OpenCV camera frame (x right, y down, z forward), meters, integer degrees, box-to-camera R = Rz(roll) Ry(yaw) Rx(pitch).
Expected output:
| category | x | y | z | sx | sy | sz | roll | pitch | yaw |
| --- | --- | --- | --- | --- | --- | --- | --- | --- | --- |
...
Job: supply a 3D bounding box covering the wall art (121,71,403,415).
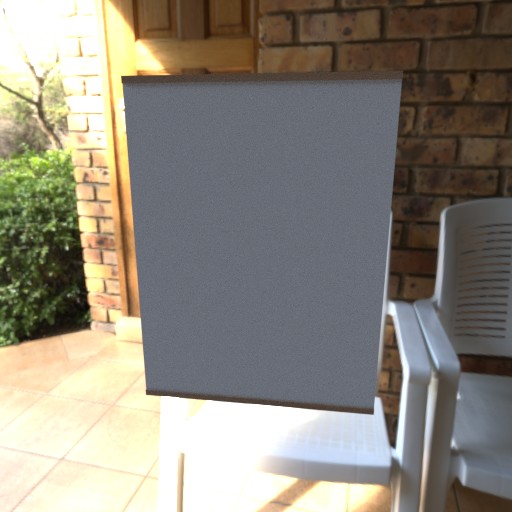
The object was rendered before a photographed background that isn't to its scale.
| category | x | y | z | sx | sy | sz | roll | pitch | yaw |
| --- | --- | --- | --- | --- | --- | --- | --- | --- | --- |
| wall art | 0.000 | 0.000 | 1.327 | 0.758 | 1.016 | 0.013 | 2 | 16 | 8 |
